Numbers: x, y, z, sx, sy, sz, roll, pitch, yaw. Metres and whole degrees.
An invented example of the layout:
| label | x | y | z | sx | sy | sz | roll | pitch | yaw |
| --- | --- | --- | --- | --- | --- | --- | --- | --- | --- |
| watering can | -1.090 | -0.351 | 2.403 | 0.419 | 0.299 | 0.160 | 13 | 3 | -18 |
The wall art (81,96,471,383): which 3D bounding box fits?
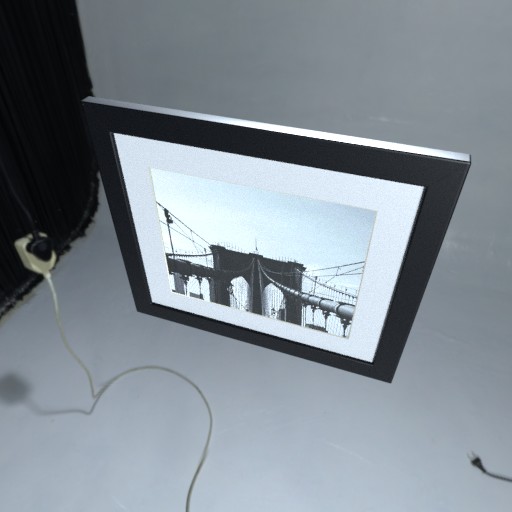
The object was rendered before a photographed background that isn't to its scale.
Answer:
| label | x | y | z | sx | sy | sz | roll | pitch | yaw |
| --- | --- | --- | --- | --- | --- | --- | --- | --- | --- |
| wall art | 0.000 | 0.000 | 0.719 | 0.521 | 0.450 | 0.018 | 13 | 43 | 14 |
